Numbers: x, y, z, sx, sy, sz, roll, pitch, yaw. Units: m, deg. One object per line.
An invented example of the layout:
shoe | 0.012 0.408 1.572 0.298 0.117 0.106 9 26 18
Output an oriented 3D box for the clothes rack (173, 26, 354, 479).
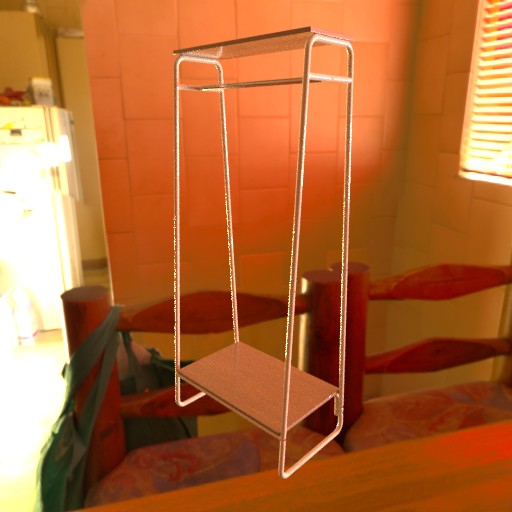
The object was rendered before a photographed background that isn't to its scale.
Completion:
clothes rack | 0.000 0.000 1.735 0.640 1.512 0.400 16 23 42
